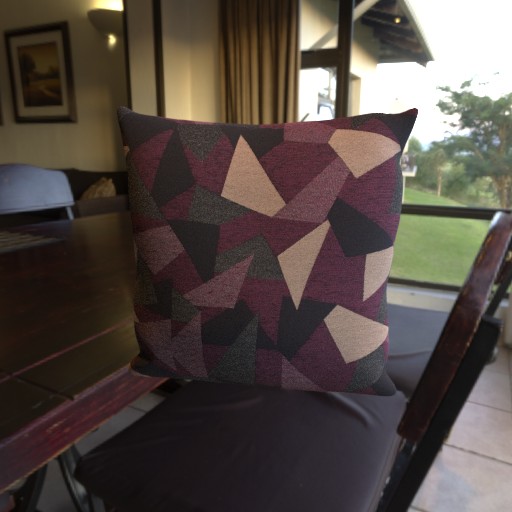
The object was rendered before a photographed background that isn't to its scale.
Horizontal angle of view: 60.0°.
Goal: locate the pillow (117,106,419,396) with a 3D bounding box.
[{"bbox_3d":[0.000,0.000,0.762,0.503,0.496,0.208,2,14,9],"label":"pillow"}]
